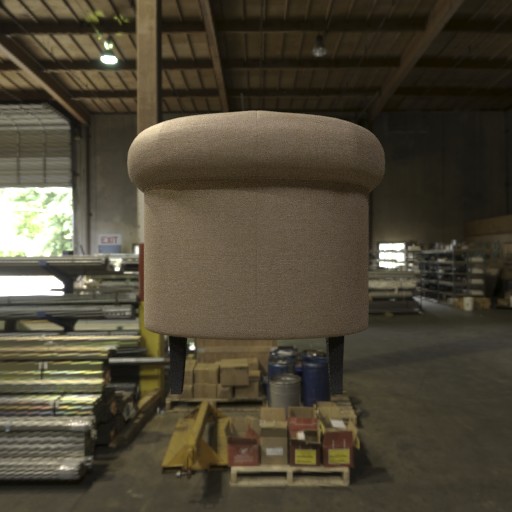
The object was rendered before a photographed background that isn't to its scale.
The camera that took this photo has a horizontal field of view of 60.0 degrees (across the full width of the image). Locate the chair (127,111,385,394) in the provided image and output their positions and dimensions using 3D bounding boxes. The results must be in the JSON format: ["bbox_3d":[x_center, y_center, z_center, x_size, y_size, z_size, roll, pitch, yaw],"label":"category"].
[{"bbox_3d":[0.000,0.000,1.606,0.905,0.827,0.852,0,0,0],"label":"chair"}]
